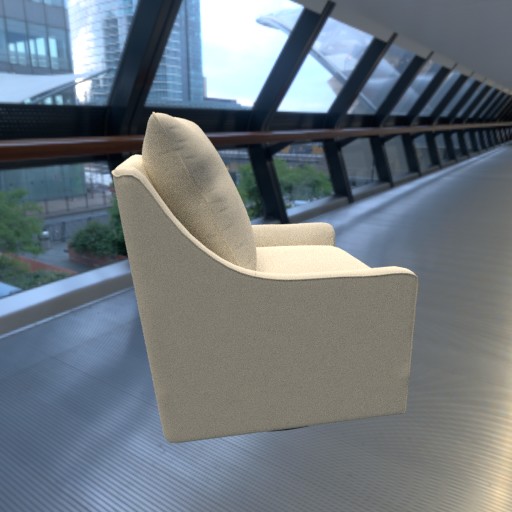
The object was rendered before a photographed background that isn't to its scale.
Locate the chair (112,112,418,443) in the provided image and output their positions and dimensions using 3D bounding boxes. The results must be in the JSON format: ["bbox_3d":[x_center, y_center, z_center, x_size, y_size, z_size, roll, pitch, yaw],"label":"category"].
[{"bbox_3d":[0.000,0.000,1.601,0.876,0.965,0.756,-3,16,-11],"label":"chair"}]
